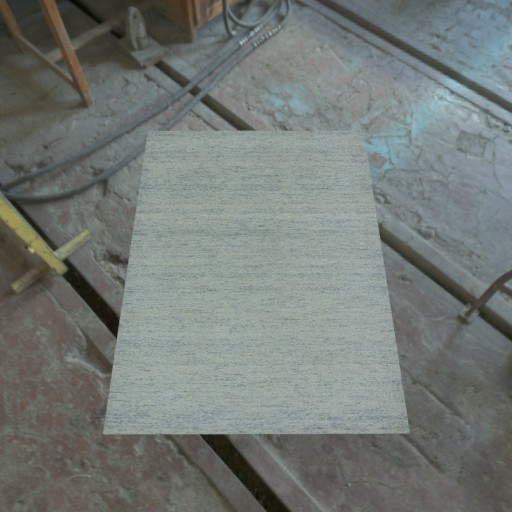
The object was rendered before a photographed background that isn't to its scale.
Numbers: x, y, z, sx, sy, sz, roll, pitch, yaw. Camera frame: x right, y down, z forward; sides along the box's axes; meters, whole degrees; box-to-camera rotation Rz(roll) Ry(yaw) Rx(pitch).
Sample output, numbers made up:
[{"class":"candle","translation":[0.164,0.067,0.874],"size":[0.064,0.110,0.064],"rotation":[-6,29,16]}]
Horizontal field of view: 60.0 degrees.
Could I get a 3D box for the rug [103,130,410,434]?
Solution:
[{"class":"rug","translation":[0.000,0.000,4.266],"size":[2.438,0.006,3.197],"rotation":[0,62,0]}]
